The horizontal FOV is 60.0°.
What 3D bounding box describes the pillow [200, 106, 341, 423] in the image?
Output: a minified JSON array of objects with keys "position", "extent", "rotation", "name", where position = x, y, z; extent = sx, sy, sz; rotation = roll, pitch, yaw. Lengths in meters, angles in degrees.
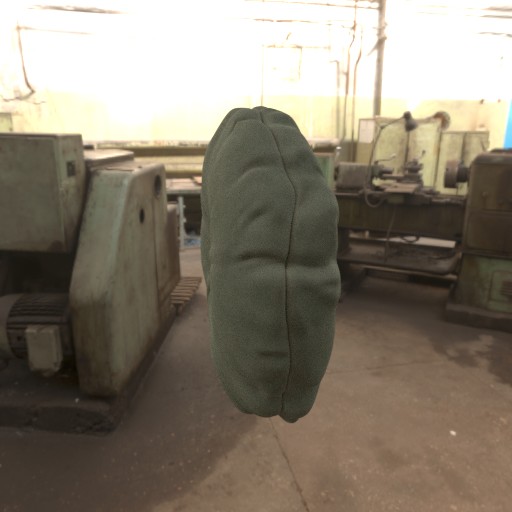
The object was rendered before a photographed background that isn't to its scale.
[{"position":[0.000,0.000,0.634],"extent":[0.148,0.407,0.428],"rotation":[-3,16,-10],"name":"pillow"}]
